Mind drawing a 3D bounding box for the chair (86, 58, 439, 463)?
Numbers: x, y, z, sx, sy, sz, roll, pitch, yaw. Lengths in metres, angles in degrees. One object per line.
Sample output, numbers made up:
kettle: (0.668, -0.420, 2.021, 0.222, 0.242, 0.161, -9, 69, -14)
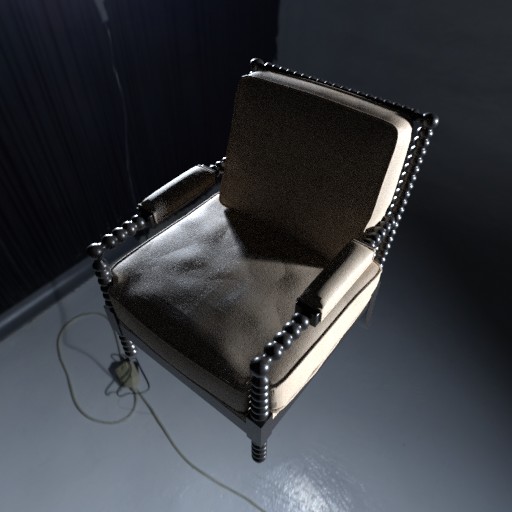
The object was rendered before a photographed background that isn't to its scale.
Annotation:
chair: (0.000, 0.000, 1.145, 0.555, 0.703, 0.657, 29, 52, 26)
